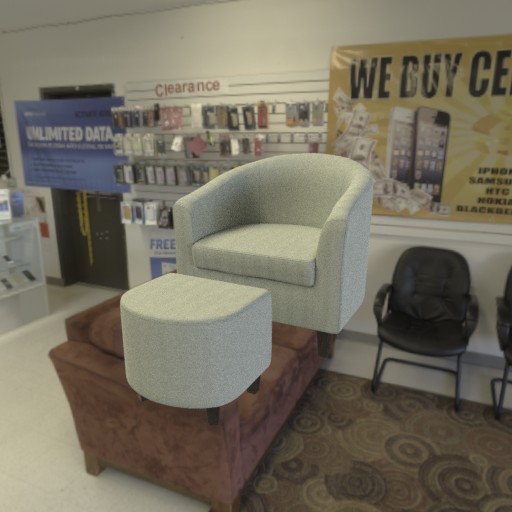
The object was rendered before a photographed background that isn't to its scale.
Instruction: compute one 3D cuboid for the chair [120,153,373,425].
[{"bbox_3d":[0.000,0.000,1.773,0.756,0.757,1.288,8,17,27],"label":"chair"}]
